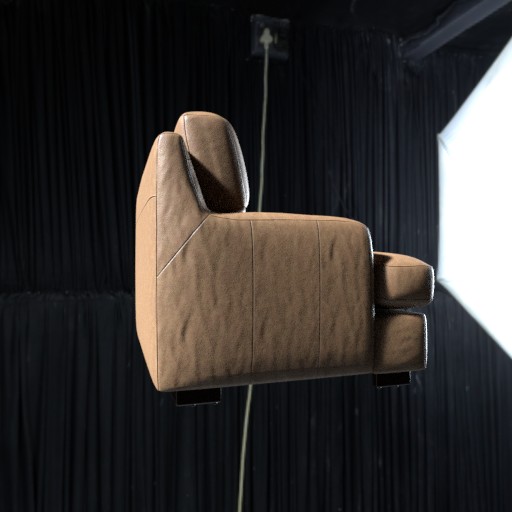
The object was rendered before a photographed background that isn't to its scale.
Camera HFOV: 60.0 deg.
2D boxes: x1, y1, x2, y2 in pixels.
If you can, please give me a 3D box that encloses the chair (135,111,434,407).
[{"bbox_3d":[0.000,0.000,2.054,1.050,0.978,1.276,0,-2,-18],"label":"chair"}]
